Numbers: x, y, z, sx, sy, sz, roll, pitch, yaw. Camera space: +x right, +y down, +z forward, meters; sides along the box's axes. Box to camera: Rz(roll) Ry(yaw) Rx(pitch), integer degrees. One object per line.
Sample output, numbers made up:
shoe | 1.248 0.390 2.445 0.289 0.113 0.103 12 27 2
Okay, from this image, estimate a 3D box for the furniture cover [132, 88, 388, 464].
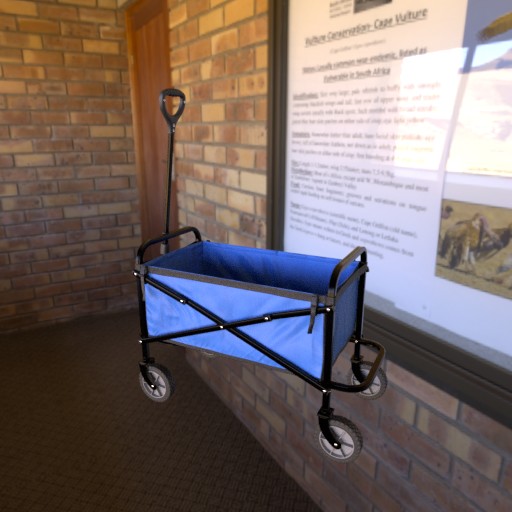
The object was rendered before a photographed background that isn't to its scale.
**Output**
furniture cover | 0.000 0.000 1.786 1.038 1.295 0.532 8 18 26
